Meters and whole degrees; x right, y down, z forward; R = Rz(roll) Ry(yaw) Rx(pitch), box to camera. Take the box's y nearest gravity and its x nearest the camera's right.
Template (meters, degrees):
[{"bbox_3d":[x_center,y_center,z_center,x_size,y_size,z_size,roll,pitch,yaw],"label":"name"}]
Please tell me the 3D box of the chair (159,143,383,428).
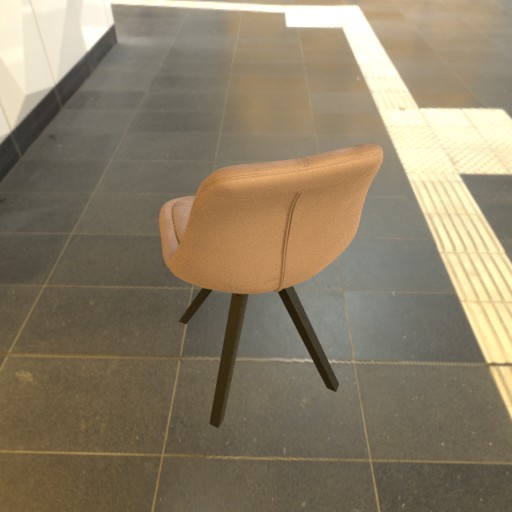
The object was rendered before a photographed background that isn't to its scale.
[{"bbox_3d":[0.000,0.000,1.195,0.483,0.865,0.547,-12,43,-13],"label":"chair"}]
